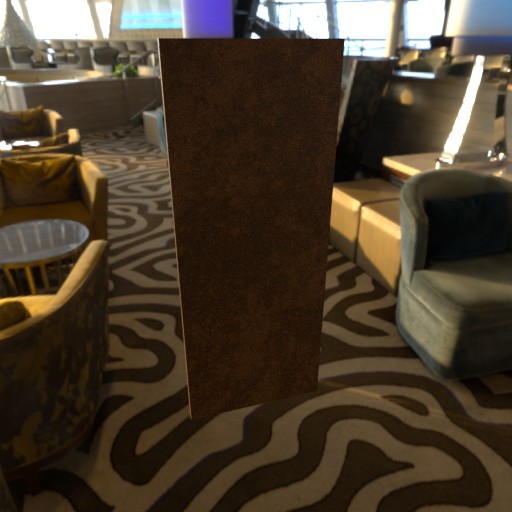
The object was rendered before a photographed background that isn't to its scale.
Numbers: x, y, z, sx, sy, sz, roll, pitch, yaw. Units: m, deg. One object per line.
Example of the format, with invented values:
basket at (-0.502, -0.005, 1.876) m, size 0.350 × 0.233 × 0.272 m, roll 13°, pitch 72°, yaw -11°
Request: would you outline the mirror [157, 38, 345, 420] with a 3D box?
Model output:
mirror at (0.000, 0.000, 2.305) m, size 0.812 × 2.031 × 0.032 m, roll -8°, pitch 27°, yaw -16°
